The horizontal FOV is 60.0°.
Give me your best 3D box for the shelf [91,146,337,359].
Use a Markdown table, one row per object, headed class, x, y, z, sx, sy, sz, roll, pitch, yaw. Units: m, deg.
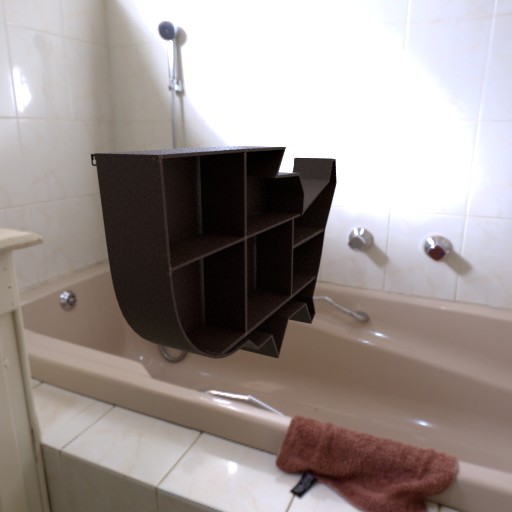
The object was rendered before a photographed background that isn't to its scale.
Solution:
| class | x | y | z | sx | sy | sz | roll | pitch | yaw |
| --- | --- | --- | --- | --- | --- | --- | --- | --- | --- |
| shelf | 0.000 | 0.000 | 0.914 | 0.112 | 0.439 | 0.729 | 8 | 17 | 26 |
